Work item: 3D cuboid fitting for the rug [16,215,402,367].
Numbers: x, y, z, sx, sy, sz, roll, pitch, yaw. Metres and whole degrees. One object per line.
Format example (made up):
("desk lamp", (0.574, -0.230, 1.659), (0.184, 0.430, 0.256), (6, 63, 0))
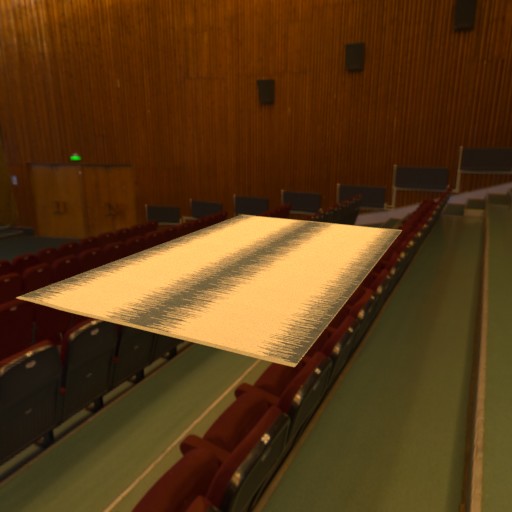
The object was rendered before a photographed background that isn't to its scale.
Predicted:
("rug", (0.000, 0.000, 2.977), (1.519, 0.003, 2.453), (8, 18, 25))
